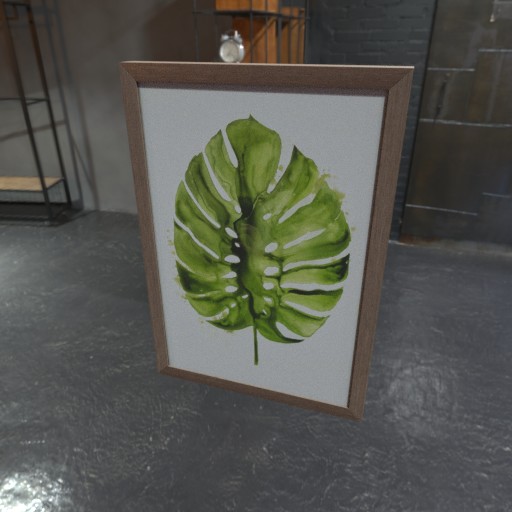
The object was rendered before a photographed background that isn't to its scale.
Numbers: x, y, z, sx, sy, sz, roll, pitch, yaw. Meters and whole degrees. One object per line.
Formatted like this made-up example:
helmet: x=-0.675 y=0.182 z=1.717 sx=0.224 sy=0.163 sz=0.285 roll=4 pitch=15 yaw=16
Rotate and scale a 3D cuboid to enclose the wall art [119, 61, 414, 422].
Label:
wall art: x=0.000 y=0.000 z=0.641 sx=0.358 sy=0.510 sz=0.032 roll=8 pitch=28 yaw=16
